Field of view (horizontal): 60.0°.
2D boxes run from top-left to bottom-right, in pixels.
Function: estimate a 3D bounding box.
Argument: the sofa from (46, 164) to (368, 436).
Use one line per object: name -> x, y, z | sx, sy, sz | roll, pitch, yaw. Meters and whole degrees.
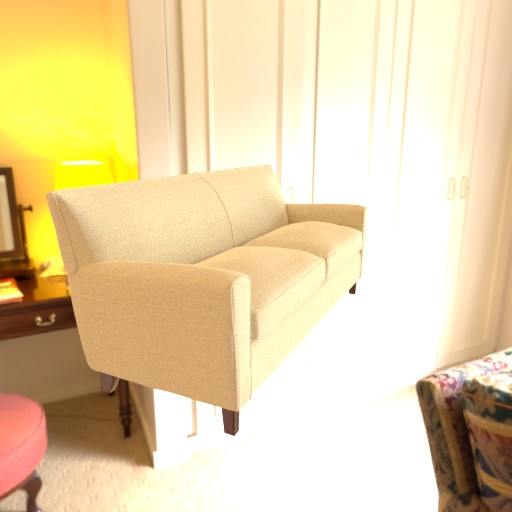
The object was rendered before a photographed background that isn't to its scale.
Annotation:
sofa -> 0.000, 0.000, 2.507 | 0.841, 0.907, 2.001 | 7, 16, 26
